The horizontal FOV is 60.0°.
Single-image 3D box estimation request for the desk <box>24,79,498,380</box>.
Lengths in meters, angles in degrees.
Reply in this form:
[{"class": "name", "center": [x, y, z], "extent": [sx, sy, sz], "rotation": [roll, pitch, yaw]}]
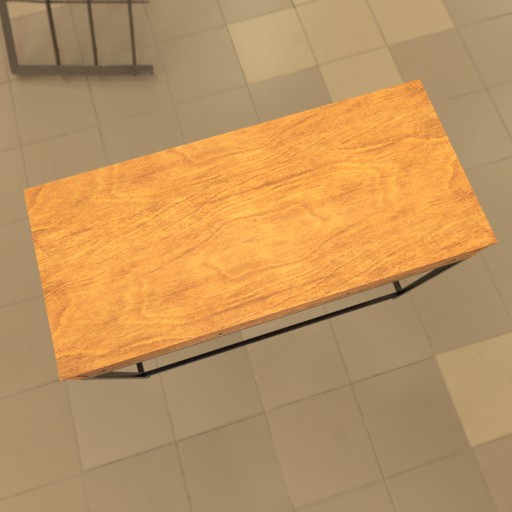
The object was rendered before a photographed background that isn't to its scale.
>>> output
[{"class": "desk", "center": [0.000, 0.000, 1.403], "extent": [1.016, 0.762, 0.470], "rotation": [-17, 75, -5]}]
